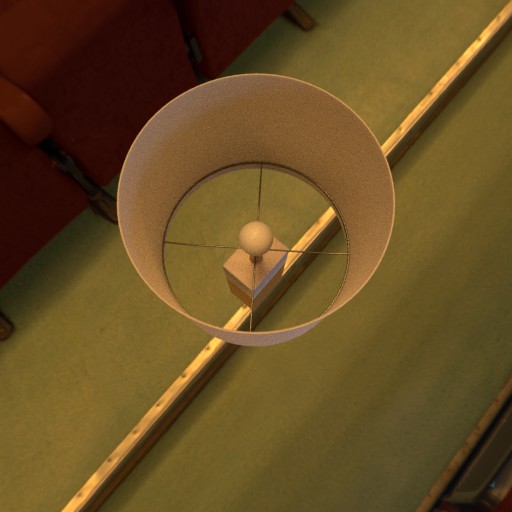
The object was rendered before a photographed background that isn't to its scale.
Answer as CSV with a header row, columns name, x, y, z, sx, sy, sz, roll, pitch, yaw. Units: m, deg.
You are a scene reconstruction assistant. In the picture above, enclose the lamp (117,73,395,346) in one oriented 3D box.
name,x,y,z,sx,sy,sz,roll,pitch,yaw
lamp,0.000,0.000,0.567,0.229,0.417,0.229,40,79,9
